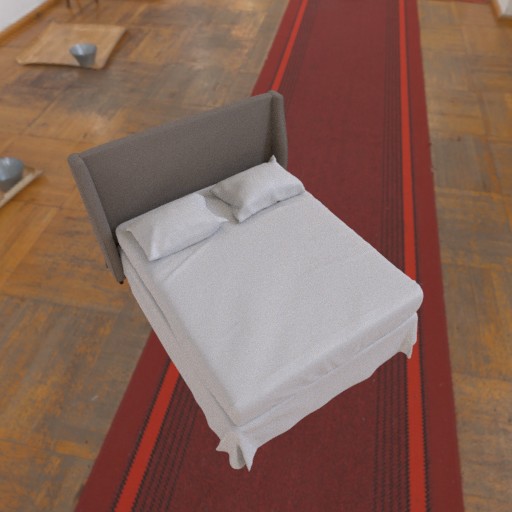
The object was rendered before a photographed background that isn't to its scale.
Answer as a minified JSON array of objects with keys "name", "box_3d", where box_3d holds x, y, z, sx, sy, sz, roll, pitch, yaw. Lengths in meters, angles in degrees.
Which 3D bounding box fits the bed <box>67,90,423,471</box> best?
[{"name":"bed","box_3d":[0.000,0.000,3.482,1.925,1.332,2.276,-26,52,-22]}]
